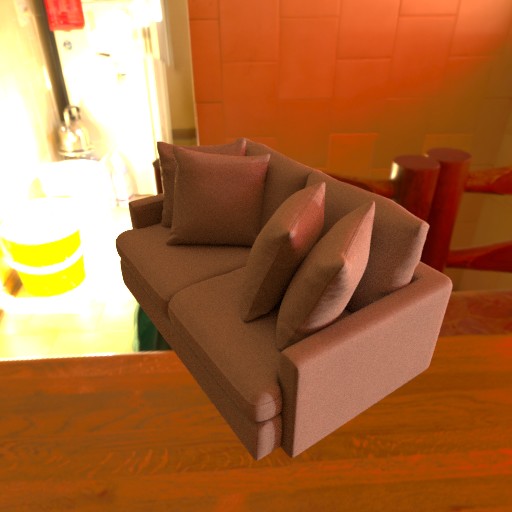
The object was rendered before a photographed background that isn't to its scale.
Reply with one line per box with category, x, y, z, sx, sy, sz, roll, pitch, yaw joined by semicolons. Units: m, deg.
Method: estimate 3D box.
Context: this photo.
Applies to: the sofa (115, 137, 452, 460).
sofa;0.000;0.000;2.682;1.228;1.080;1.869;-20;38;-29
